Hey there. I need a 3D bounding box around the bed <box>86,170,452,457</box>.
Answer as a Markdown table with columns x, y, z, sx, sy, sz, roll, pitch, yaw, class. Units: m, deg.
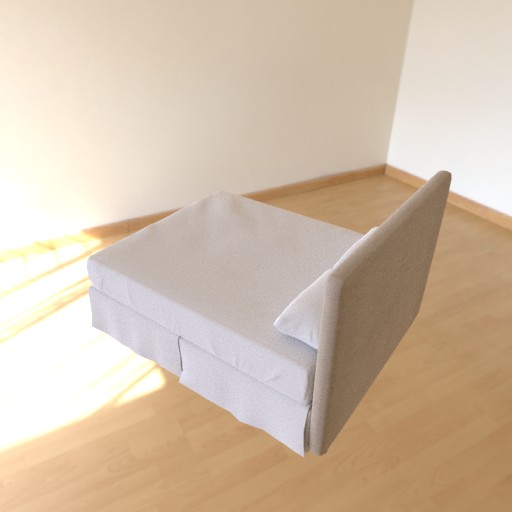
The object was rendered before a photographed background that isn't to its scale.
| x | y | z | sx | sy | sz | roll | pitch | yaw | class |
| --- | --- | --- | --- | --- | --- | --- | --- | --- | --- |
| 0.000 | 0.000 | 3.340 | 2.162 | 1.330 | 1.713 | 21 | 38 | 30 | bed |
